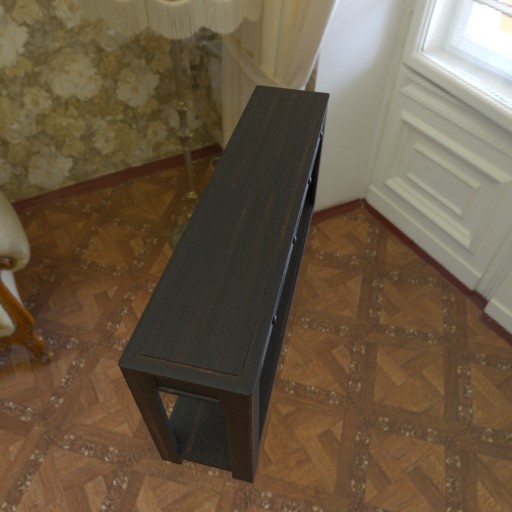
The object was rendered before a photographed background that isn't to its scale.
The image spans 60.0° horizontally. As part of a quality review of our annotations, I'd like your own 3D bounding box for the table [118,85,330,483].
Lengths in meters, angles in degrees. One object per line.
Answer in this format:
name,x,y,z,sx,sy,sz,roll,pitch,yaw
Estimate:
table,0.000,0.000,1.979,0.384,0.762,1.631,10,48,9
